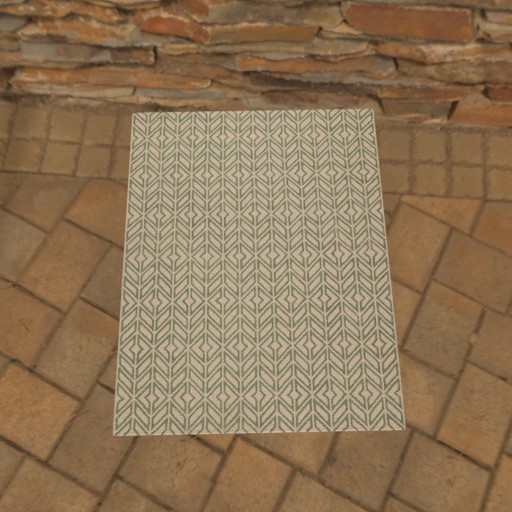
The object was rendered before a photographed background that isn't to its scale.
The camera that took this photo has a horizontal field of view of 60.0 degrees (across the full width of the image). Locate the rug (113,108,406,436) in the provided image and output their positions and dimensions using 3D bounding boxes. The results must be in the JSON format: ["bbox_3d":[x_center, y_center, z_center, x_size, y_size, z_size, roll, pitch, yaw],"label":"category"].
[{"bbox_3d":[0.000,0.000,4.089,2.441,0.017,3.050,-1,75,0],"label":"rug"}]
